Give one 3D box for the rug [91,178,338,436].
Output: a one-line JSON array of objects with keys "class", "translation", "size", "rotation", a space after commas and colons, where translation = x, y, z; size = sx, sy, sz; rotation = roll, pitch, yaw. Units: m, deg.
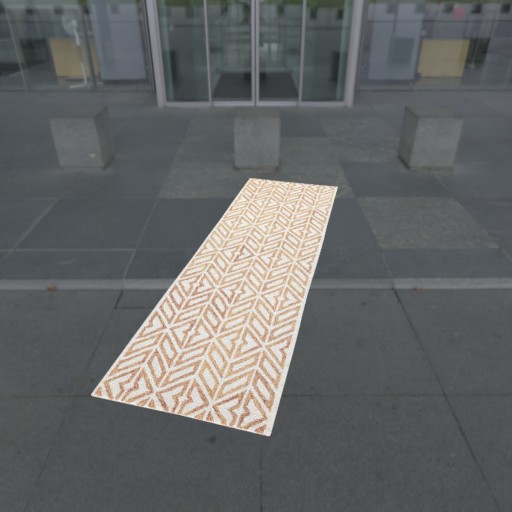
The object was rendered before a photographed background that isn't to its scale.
[{"class": "rug", "translation": [0.000, 0.000, 2.723], "size": [0.750, 0.009, 2.435], "rotation": [8, 32, 13]}]
